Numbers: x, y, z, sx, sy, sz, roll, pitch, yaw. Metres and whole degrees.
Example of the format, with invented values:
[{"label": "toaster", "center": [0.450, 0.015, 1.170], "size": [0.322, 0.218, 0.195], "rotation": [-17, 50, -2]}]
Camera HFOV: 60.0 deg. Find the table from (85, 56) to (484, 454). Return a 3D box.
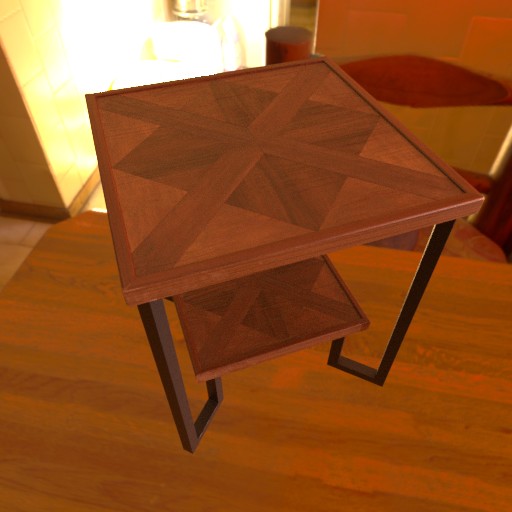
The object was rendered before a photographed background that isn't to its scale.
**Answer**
[{"label": "table", "center": [0.000, 0.000, 0.928], "size": [0.503, 0.563, 0.503], "rotation": [-15, 48, -13]}]
